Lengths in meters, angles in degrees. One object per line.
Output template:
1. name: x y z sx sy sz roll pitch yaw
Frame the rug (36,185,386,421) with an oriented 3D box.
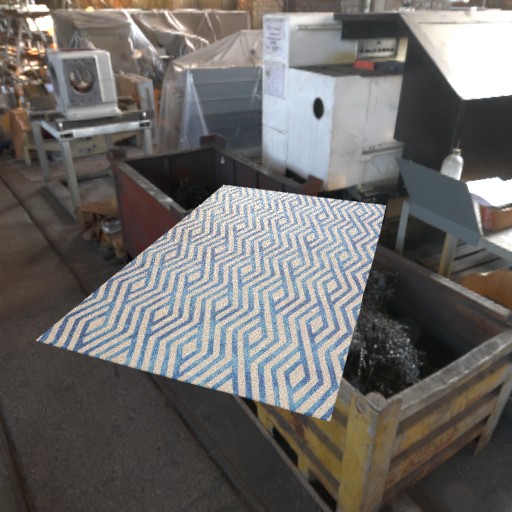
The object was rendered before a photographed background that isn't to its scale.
1. rug: 0.000 0.000 3.053 1.531 0.008 2.439 10 31 17
